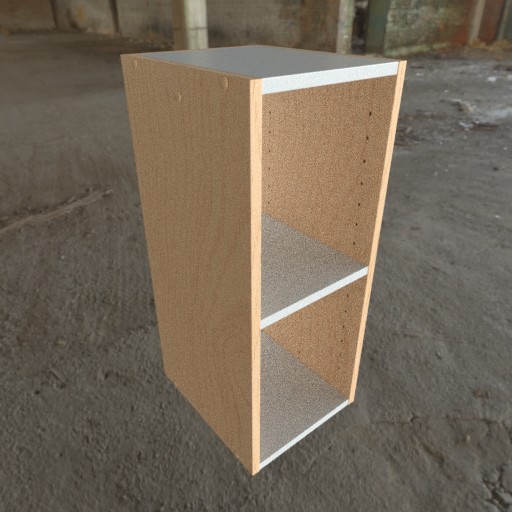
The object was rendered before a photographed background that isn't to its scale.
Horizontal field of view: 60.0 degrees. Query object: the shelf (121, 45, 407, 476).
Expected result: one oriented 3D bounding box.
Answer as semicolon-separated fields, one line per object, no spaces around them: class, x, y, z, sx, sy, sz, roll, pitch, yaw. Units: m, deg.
shelf;0.000;0.000;0.730;0.250;0.600;0.290;-22;36;-33
